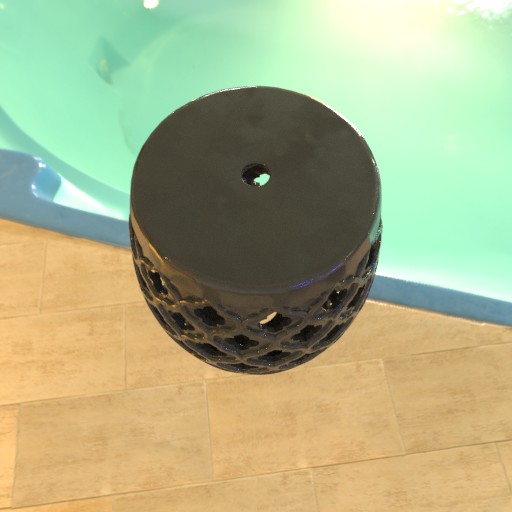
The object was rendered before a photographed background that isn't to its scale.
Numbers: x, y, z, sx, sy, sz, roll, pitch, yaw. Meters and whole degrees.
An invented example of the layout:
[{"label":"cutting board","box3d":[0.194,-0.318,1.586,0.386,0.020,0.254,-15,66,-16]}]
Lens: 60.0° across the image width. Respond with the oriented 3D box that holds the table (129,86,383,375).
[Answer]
[{"label":"table","box3d":[0.000,0.000,0.632,0.325,0.388,0.325,0,64,0]}]
